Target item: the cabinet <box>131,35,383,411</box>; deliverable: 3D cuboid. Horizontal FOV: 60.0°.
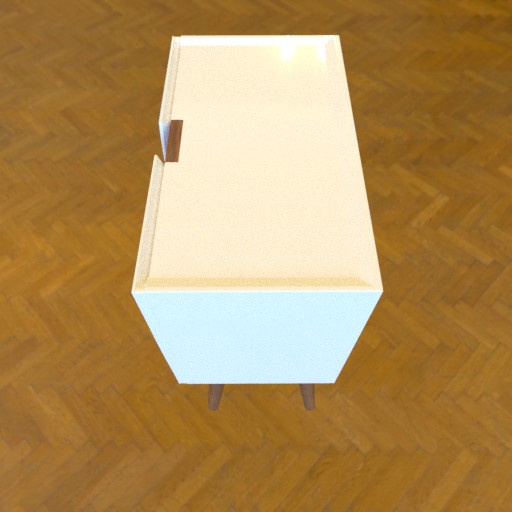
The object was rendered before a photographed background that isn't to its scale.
[{"bbox_3d":[0.000,0.000,1.084,0.344,0.772,0.591,0,58,0],"label":"cabinet"}]
